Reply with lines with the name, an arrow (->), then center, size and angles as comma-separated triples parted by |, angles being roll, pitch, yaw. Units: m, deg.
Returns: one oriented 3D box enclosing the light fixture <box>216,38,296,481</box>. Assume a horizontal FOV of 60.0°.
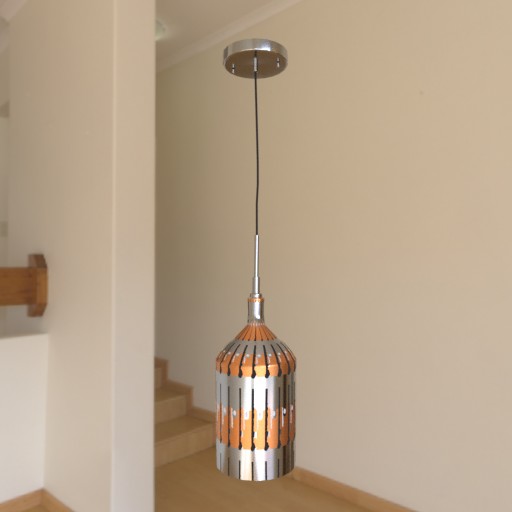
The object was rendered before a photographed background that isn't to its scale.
light fixture -> 0.000, 0.000, 1.672 | 0.303, 1.535, 0.303 | 0, -1, 0
